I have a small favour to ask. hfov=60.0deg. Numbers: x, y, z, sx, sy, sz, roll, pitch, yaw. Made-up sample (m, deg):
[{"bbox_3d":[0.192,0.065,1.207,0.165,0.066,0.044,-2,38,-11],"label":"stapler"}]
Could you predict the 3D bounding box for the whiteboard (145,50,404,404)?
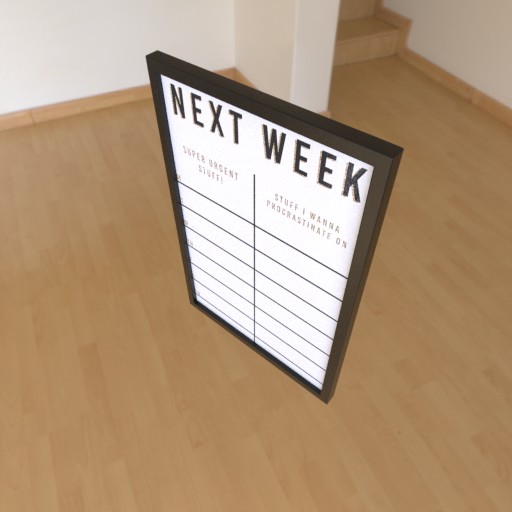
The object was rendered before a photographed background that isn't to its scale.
[{"bbox_3d":[0.000,0.000,0.794,0.406,0.611,0.026,32,55,26],"label":"whiteboard"}]
